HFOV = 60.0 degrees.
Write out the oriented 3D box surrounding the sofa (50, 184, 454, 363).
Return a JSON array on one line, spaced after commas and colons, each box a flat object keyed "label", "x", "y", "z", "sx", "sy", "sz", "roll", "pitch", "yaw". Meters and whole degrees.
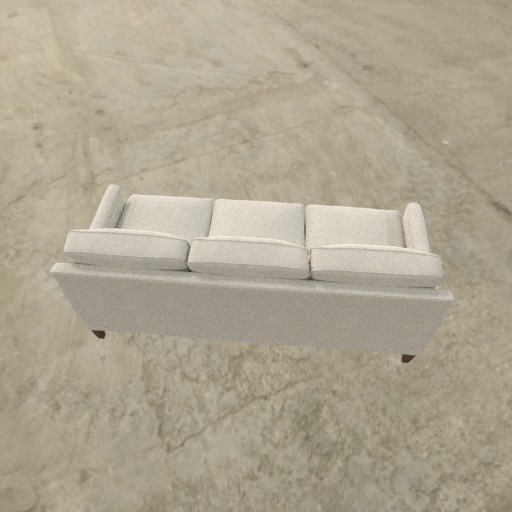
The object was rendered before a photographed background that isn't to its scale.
[{"label": "sofa", "x": 0.000, "y": 0.000, "z": 2.954, "sx": 2.246, "sy": 1.003, "sz": 1.084, "roll": 4, "pitch": 49, "yaw": 3}]
